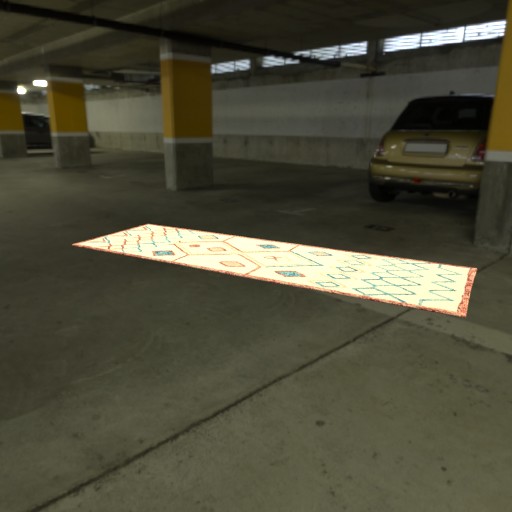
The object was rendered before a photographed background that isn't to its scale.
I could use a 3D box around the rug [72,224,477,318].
[{"bbox_3d":[0.000,0.000,2.749,2.435,0.011,0.750,9,19,28],"label":"rug"}]
